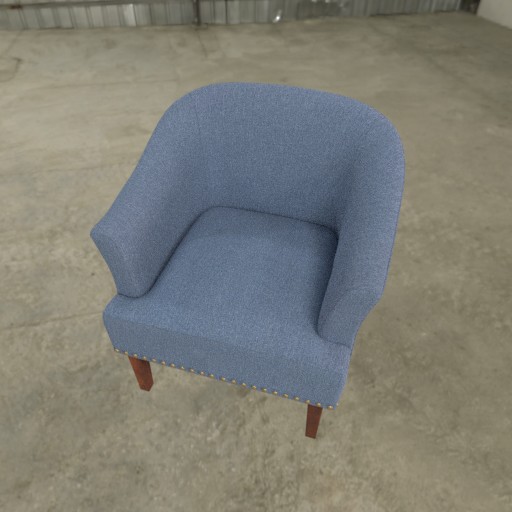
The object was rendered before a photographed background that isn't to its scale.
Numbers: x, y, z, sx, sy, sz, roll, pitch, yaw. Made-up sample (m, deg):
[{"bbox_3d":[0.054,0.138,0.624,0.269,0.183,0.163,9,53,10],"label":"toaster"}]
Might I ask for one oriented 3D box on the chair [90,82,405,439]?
[{"bbox_3d":[0.000,0.000,1.376,0.772,0.815,0.704,11,42,13],"label":"chair"}]
